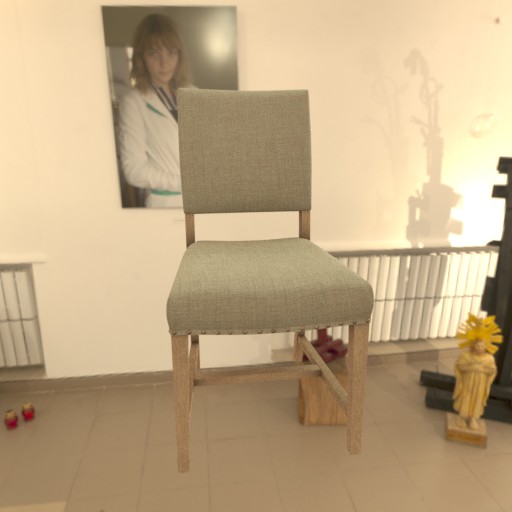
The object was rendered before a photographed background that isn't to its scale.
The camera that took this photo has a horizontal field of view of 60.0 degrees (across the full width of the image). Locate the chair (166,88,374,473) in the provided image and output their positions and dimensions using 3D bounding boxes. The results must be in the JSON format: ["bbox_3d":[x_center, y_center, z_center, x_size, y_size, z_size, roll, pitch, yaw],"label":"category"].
[{"bbox_3d":[0.000,0.000,1.335,0.508,0.986,0.622,-2,16,-8],"label":"chair"}]
